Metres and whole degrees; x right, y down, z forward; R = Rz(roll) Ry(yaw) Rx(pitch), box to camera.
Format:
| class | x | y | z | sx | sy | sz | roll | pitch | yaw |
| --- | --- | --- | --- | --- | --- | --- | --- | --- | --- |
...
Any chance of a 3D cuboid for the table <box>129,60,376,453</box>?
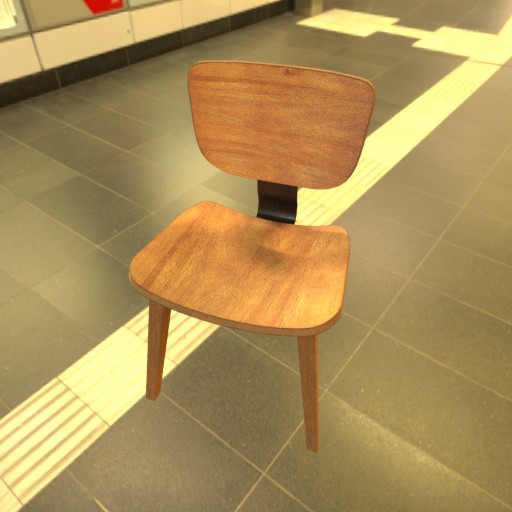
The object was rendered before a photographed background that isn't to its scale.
| class | x | y | z | sx | sy | sz | roll | pitch | yaw |
| --- | --- | --- | --- | --- | --- | --- | --- | --- | --- |
| table | 0.000 | 0.000 | 1.113 | 0.499 | 0.805 | 0.500 | 12 | 42 | 14 |
